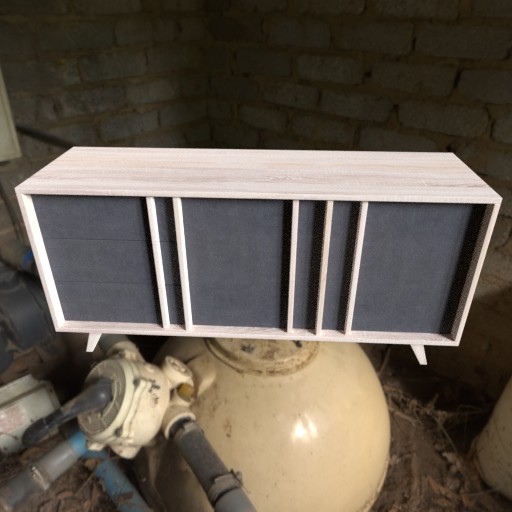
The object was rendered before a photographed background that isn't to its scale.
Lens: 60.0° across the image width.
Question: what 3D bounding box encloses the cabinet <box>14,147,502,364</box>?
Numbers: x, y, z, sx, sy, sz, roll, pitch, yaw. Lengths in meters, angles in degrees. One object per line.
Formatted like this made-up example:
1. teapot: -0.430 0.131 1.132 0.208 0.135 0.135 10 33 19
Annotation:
1. cabinet: 0.000 0.000 1.906 1.650 0.780 0.500 2 30 3
